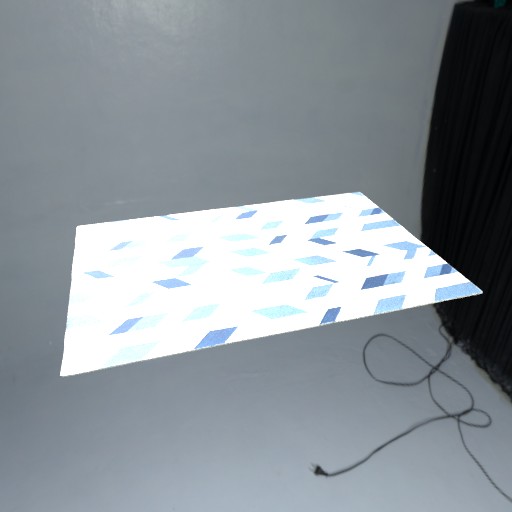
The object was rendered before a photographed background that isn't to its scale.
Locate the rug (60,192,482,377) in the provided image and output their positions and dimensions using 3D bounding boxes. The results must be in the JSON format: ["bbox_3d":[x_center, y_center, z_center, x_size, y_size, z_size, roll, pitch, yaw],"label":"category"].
[{"bbox_3d":[0.000,0.000,2.294,1.813,0.006,1.202,-9,33,-14],"label":"rug"}]
